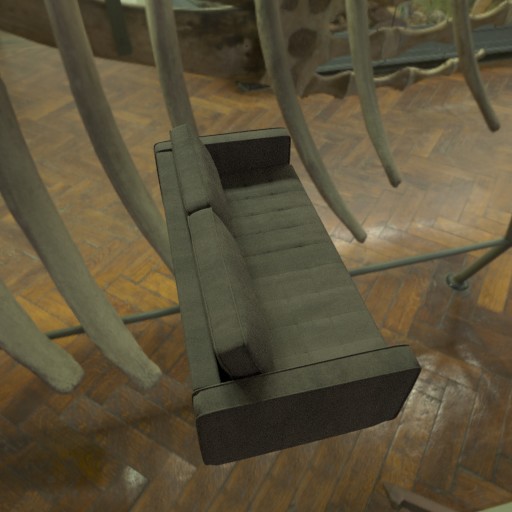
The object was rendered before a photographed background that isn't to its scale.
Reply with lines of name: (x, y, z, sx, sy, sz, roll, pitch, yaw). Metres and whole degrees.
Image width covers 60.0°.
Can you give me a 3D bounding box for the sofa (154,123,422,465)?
sofa: (0.000, 0.000, 2.446, 0.924, 0.825, 1.920, -10, 46, -10)
